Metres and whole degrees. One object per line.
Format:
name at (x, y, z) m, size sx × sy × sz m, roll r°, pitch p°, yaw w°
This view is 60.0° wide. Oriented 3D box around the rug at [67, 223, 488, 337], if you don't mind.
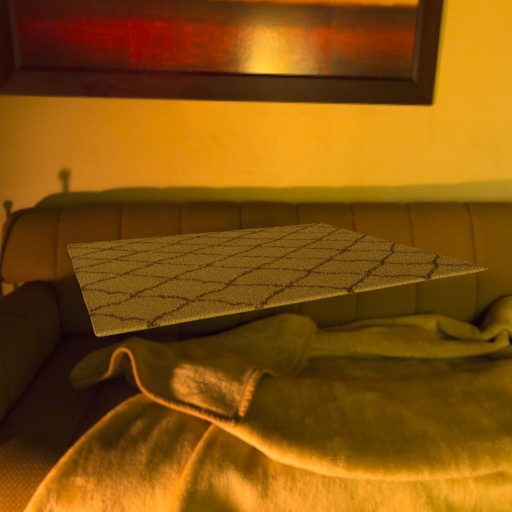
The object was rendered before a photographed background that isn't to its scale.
rug at (0.000, 0.000, 4.033) m, size 3.047 × 0.029 × 2.438 m, roll -7°, pitch 15°, yaw -25°
